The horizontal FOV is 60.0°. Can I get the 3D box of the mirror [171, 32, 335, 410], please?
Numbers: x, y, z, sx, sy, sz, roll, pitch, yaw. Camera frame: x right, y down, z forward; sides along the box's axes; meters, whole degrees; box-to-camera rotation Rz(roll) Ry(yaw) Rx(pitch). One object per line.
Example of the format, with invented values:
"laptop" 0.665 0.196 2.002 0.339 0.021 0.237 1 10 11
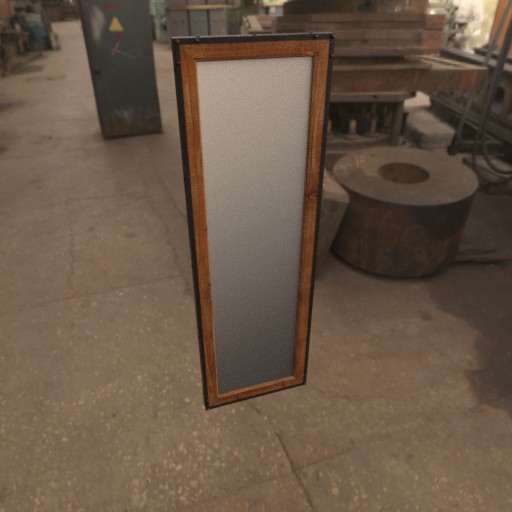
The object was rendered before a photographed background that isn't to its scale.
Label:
"mirror" 0.000 0.000 1.200 0.354 1.080 0.042 -10 33 -15
